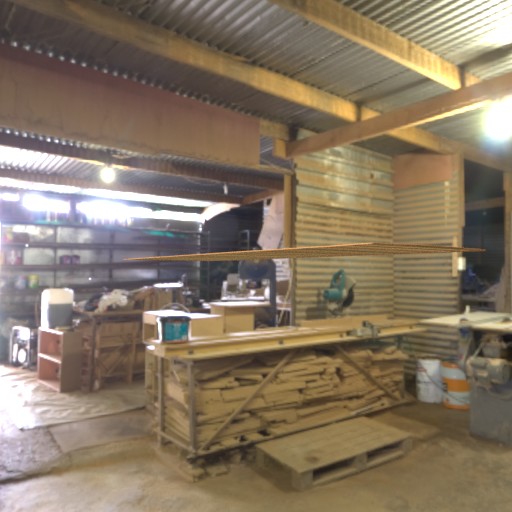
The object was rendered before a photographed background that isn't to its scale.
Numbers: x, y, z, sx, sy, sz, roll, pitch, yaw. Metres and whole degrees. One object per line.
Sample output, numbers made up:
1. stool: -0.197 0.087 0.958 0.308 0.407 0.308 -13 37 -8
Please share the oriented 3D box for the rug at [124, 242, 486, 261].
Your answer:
1. rug: 0.000 0.000 2.756 0.799 0.010 2.444 2 -3 -37
